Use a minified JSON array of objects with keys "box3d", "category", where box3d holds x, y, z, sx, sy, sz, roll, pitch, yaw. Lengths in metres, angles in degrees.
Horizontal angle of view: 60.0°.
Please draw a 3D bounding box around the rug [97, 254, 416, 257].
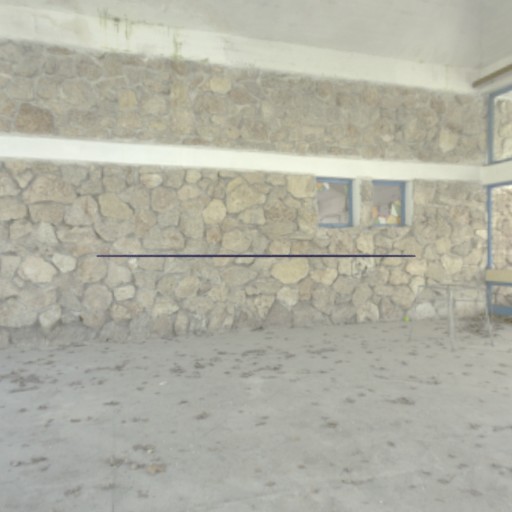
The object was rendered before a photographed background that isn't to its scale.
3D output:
[{"box3d":[0.000,0.000,3.518,2.386,0.014,2.386,0,0,0],"category":"rug"}]
